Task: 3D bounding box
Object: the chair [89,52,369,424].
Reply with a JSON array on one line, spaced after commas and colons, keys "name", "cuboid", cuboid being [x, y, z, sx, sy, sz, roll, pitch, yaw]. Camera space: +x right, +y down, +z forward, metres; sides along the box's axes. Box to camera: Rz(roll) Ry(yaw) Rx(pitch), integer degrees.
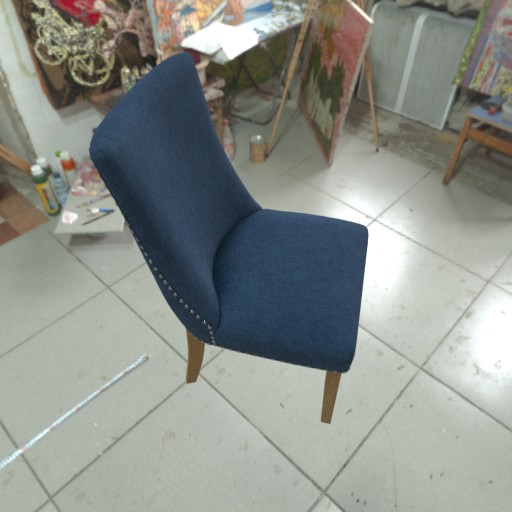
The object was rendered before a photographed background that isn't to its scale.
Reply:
[{"name": "chair", "cuboid": [0.000, 0.000, 1.238, 0.610, 0.902, 0.495, 10, 47, 10]}]
